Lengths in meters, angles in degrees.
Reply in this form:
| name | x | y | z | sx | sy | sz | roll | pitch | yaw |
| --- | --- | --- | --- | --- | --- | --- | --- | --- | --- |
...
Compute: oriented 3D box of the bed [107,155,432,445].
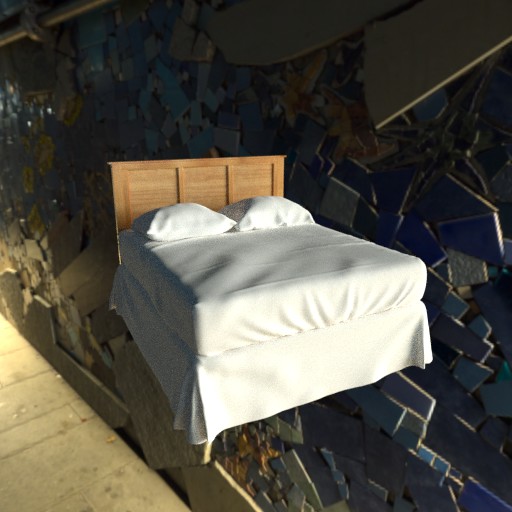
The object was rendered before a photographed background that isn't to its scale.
| name | x | y | z | sx | sy | sz | roll | pitch | yaw |
| --- | --- | --- | --- | --- | --- | --- | --- | --- | --- |
| bed | 0.000 | 0.000 | 3.260 | 1.870 | 1.273 | 2.035 | -9 | 19 | -26 |
